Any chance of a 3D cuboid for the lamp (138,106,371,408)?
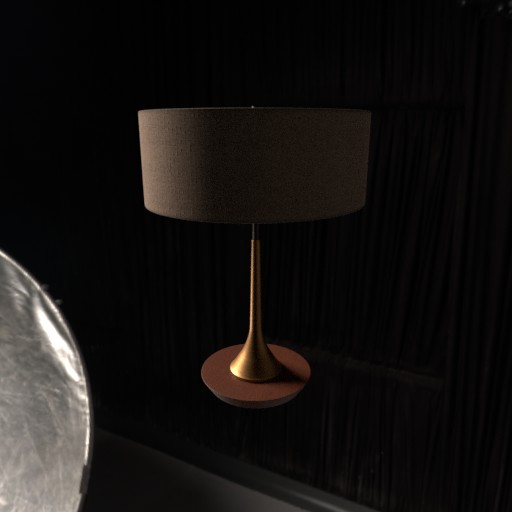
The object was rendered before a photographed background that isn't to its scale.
[{"bbox_3d":[0.000,0.000,0.860,0.396,0.551,0.417,8,18,25],"label":"lamp"}]
